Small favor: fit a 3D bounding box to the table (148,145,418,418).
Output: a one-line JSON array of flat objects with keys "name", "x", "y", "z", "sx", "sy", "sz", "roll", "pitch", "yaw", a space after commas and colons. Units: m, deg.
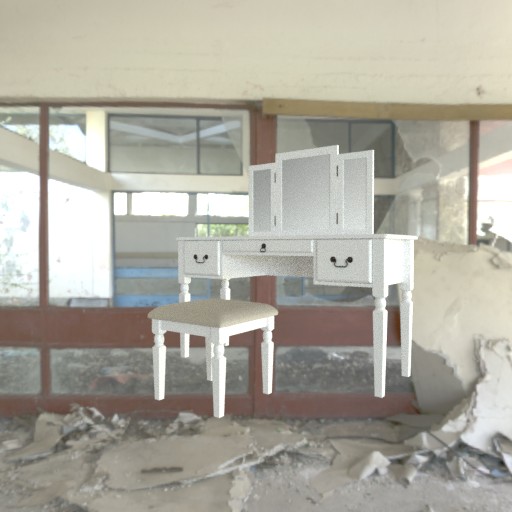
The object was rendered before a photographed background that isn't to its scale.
[{"name": "table", "x": 0.000, "y": 0.000, "z": 2.353, "sx": 1.369, "sy": 1.310, "sz": 1.115, "roll": 1, "pitch": 2, "yaw": 36}]
